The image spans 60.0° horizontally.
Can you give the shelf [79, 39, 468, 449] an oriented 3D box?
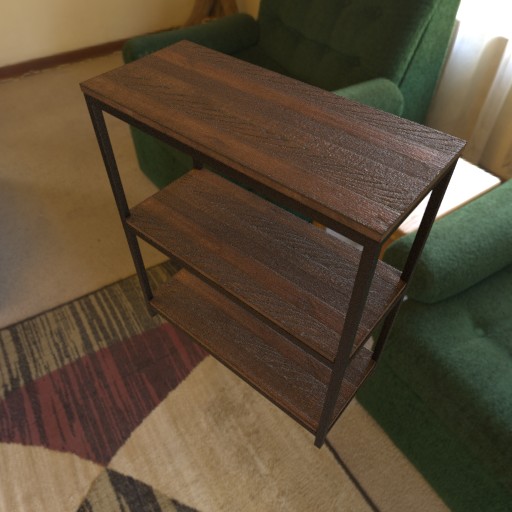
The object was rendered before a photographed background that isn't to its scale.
[{"bbox_3d":[0.000,0.000,1.330,0.822,0.947,0.352,31,54,26],"label":"shelf"}]
